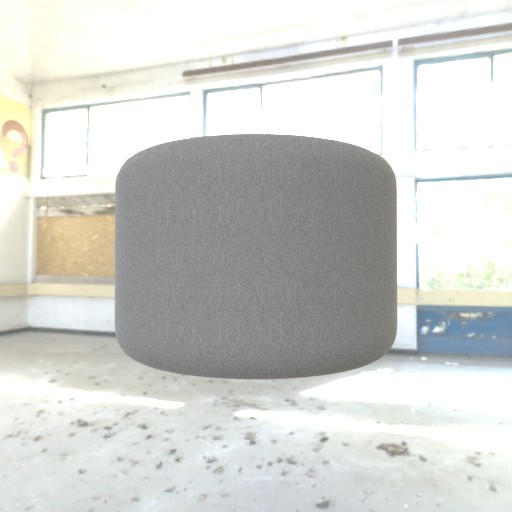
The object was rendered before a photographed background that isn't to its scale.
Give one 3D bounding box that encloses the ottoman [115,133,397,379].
[{"bbox_3d":[0.000,0.000,1.002,0.608,0.433,0.608,0,-1,0],"label":"ottoman"}]
